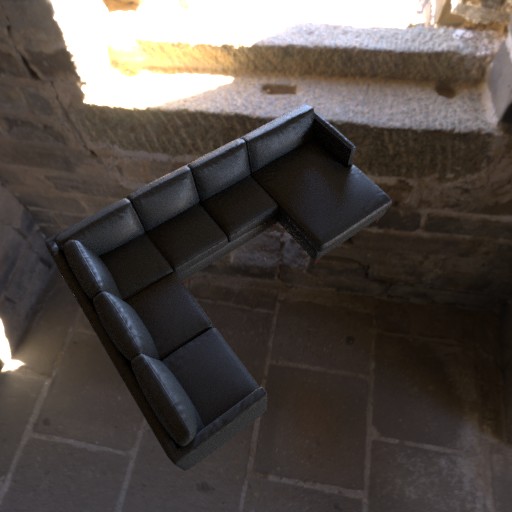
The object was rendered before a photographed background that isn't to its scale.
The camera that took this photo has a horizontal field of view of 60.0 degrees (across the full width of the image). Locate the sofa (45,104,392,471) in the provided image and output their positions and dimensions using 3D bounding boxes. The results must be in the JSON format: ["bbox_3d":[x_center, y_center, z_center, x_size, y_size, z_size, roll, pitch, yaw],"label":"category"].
[{"bbox_3d":[0.000,0.000,4.673,3.460,0.923,2.593,-32,64,-18],"label":"sofa"}]
